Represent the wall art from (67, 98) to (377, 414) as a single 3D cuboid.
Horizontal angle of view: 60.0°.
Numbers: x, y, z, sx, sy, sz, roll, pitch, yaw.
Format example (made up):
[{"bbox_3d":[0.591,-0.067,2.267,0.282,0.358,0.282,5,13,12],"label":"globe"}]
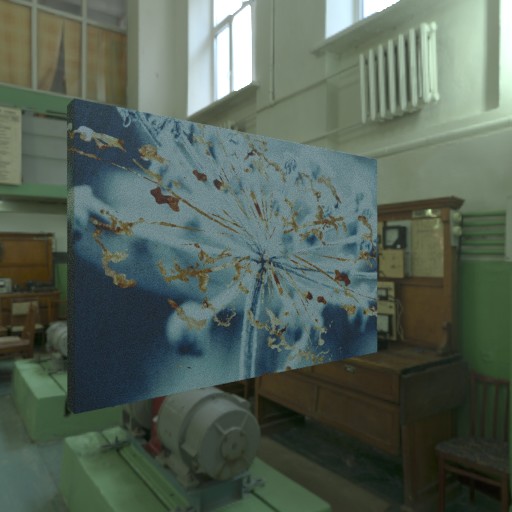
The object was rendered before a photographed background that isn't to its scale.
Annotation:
[{"bbox_3d":[0.000,0.000,0.764,0.607,0.405,0.036,0,0,-37],"label":"wall art"}]
